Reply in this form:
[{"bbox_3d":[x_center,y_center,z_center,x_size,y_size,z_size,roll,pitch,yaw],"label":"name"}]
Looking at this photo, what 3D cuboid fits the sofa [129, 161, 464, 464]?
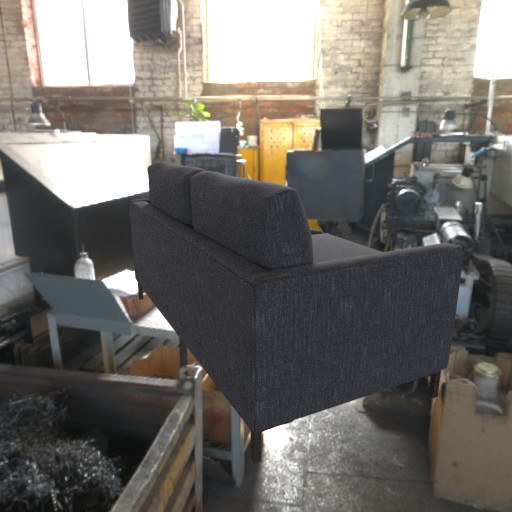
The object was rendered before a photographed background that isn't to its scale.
[{"bbox_3d":[0.000,0.000,2.177,0.866,0.862,1.716,-8,18,-26],"label":"sofa"}]
